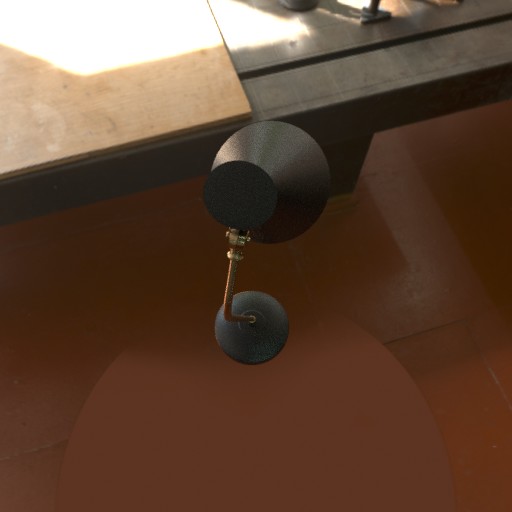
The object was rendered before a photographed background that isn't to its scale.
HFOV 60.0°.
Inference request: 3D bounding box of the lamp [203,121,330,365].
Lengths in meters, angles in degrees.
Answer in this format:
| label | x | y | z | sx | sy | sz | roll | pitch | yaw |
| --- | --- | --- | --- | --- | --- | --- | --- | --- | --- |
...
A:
| label | x | y | z | sx | sy | sz | roll | pitch | yaw |
| --- | --- | --- | --- | --- | --- | --- | --- | --- | --- |
| lamp | 0.000 | 0.000 | 0.773 | 0.189 | 0.647 | 0.292 | 16 | 65 | 8 |
